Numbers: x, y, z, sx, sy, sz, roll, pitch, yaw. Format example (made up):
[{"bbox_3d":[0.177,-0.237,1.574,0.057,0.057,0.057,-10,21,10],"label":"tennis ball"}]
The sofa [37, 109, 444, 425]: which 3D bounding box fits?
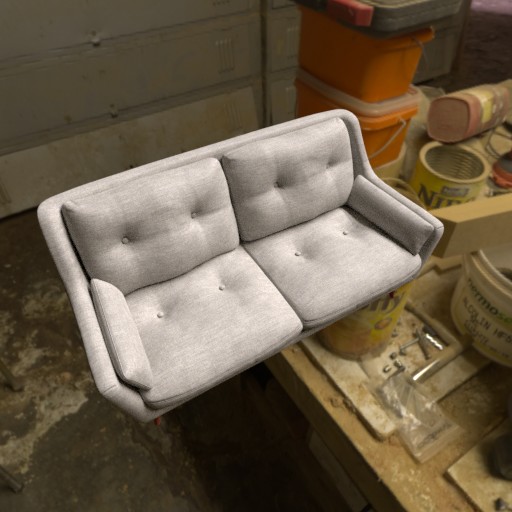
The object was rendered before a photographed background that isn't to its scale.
[{"bbox_3d":[0.000,0.000,2.387,1.930,0.897,0.976,-23,49,-22],"label":"sofa"}]
